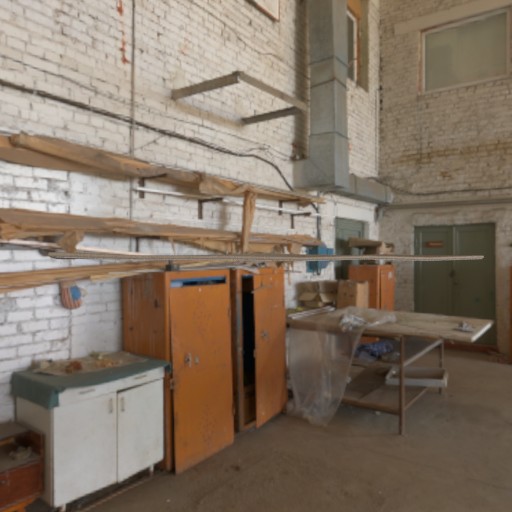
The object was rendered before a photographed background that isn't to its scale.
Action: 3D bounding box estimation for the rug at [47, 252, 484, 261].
[{"bbox_3d":[0.000,0.000,3.054,2.430,0.053,1.553,0,0,-18],"label":"rug"}]
